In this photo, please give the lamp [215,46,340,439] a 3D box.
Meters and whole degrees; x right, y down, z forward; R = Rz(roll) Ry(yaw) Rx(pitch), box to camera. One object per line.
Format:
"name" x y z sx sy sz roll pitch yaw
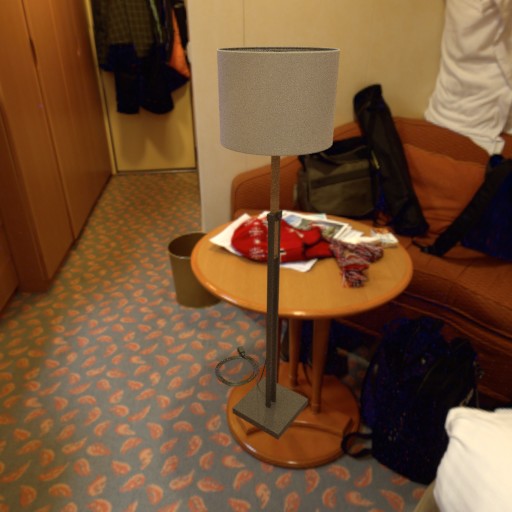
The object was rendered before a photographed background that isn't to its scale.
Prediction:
"lamp" 0.000 0.000 1.939 0.639 1.650 0.474 19 33 32
